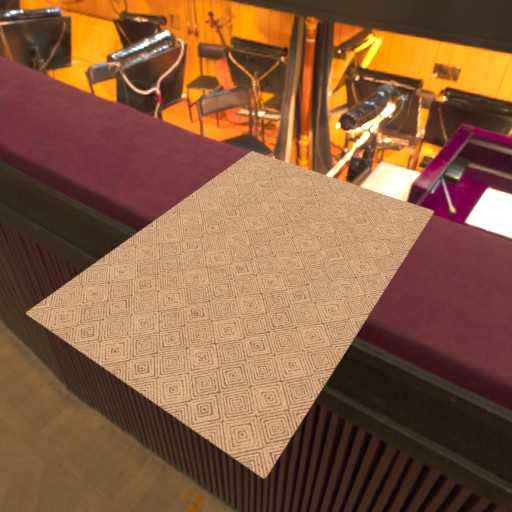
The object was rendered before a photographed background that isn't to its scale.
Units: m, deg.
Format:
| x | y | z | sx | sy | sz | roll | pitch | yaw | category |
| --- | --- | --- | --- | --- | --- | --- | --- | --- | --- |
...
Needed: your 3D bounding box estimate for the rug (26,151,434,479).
| x | y | z | sx | sy | sz | roll | pitch | yaw | category |
| --- | --- | --- | --- | --- | --- | --- | --- | --- | --- |
| 0.000 | 0.000 | 2.832 | 1.593 | 0.008 | 2.238 | 24 | 47 | 25 | rug |
